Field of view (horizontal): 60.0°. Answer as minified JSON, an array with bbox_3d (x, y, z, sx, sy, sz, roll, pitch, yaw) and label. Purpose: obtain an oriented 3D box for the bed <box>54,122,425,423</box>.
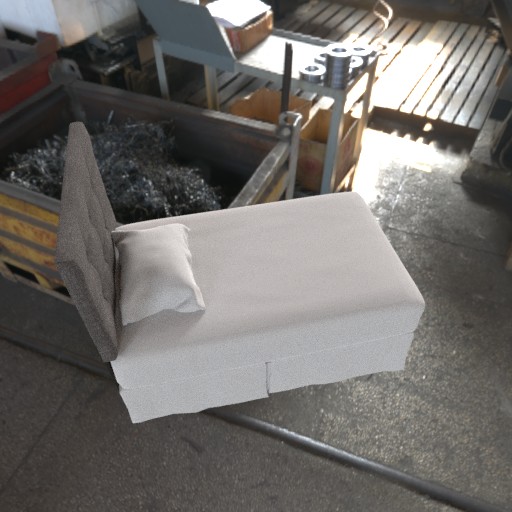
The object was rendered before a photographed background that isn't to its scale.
[{"bbox_3d":[0.000,0.000,2.913,1.997,1.571,1.261,-9,48,-9],"label":"bed"}]
